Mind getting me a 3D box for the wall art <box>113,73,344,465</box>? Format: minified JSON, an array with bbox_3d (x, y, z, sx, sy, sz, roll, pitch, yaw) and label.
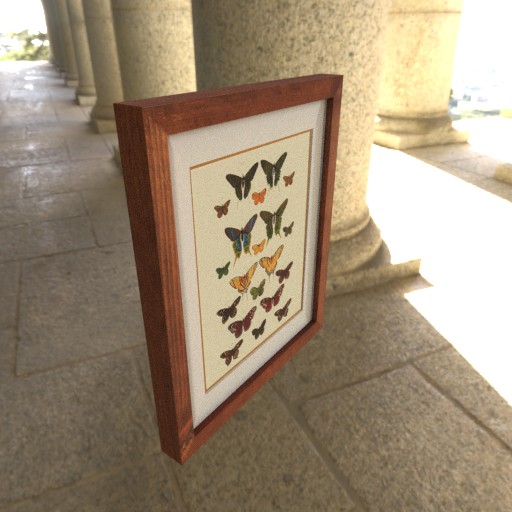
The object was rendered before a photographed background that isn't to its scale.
[{"bbox_3d":[0.000,0.000,0.623,0.039,0.449,0.377,19,32,32],"label":"wall art"}]
